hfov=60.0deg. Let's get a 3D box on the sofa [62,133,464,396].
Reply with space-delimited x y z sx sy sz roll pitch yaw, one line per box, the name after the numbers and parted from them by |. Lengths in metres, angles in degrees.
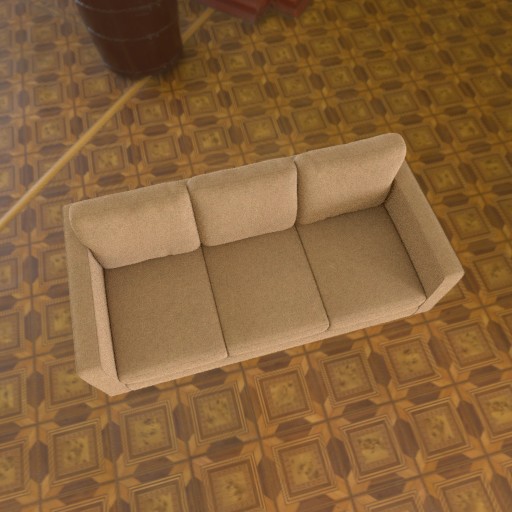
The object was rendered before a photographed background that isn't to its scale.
0.000 0.000 2.386 1.855 0.800 0.930 -14 64 -7 | sofa
